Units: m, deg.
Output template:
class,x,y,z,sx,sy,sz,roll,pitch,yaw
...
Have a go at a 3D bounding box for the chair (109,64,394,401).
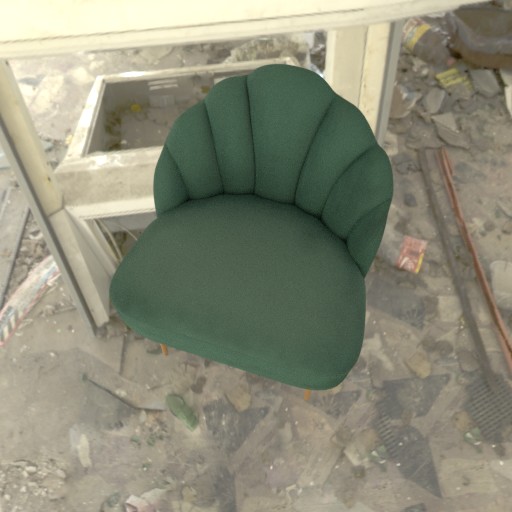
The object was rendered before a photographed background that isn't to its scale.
class,x,y,z,sx,sy,sz,roll,pitch,yaw
chair,0.000,0.000,1.247,0.657,0.819,0.599,16,61,9
